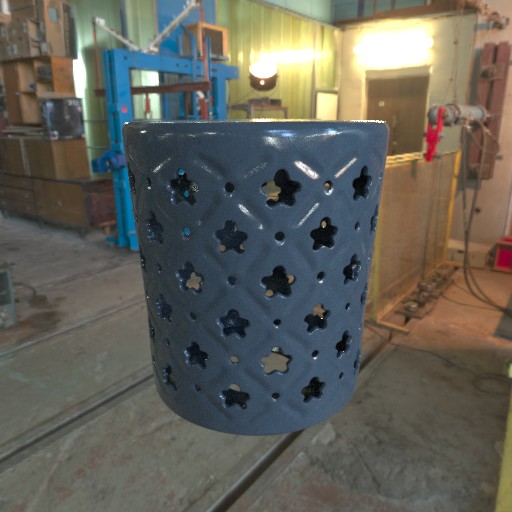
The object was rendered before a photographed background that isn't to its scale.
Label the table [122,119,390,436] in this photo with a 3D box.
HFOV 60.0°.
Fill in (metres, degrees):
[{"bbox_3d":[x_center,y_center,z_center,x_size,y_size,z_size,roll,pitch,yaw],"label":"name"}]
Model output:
[{"bbox_3d":[0.000,0.000,0.655,0.352,0.387,0.352,0,17,0],"label":"table"}]
